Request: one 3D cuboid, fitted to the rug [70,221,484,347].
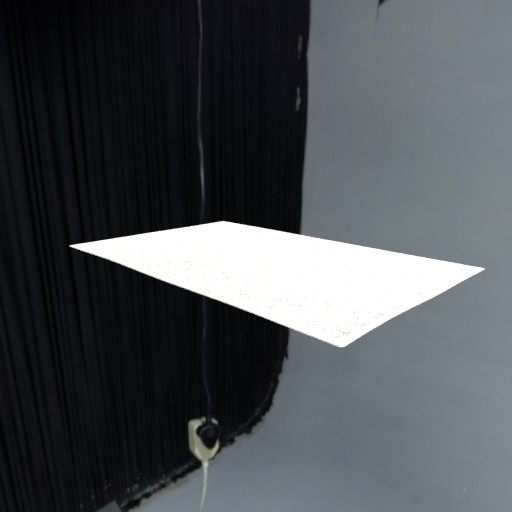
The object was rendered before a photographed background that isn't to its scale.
[{"bbox_3d":[0.000,0.000,3.015,2.435,0.012,1.529,14,20,43],"label":"rug"}]
